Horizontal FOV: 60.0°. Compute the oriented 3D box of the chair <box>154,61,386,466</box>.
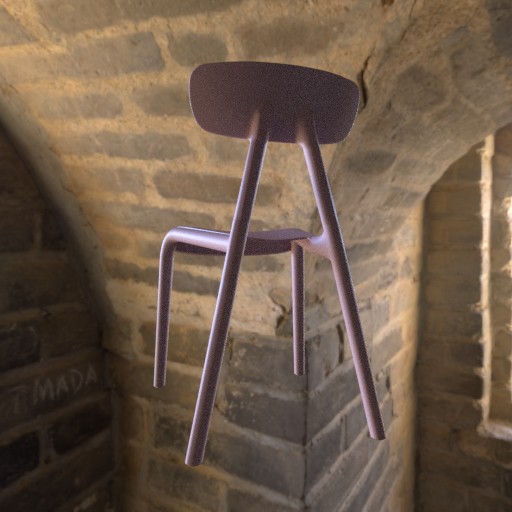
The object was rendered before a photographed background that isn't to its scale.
[{"bbox_3d":[0.000,0.000,0.842,0.356,0.580,0.401,0,1,-17],"label":"chair"}]
